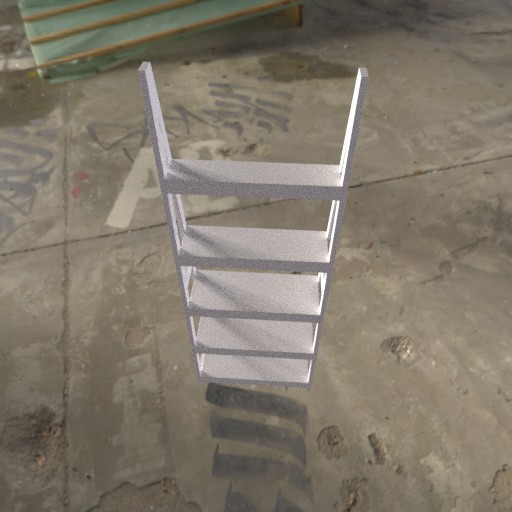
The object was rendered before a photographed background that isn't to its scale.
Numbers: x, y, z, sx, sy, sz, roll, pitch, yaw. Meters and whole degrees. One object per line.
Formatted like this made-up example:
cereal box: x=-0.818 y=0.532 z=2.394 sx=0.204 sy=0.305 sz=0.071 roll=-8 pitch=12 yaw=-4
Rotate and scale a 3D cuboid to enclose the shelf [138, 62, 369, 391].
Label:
shelf: x=0.000 y=0.000 z=1.965 sx=0.636 sy=1.779 sz=0.341 roll=3 pitch=46 yaw=3
